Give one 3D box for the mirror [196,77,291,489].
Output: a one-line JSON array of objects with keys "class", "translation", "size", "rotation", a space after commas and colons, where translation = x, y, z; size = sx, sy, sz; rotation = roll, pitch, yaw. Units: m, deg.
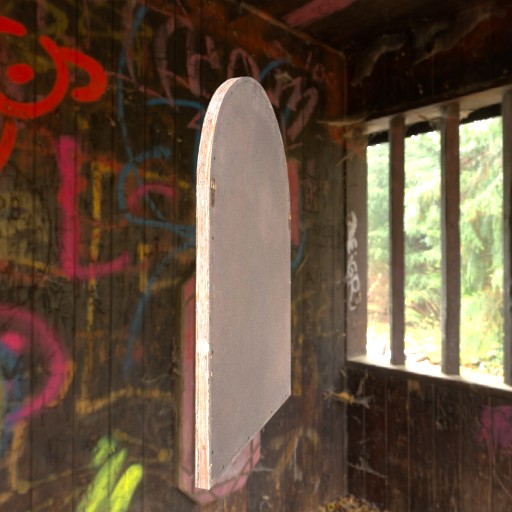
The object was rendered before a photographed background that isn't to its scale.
[{"class": "mirror", "translation": [0.000, 0.000, 1.187], "size": [0.032, 0.920, 0.660], "rotation": [0, -1, 18]}]
